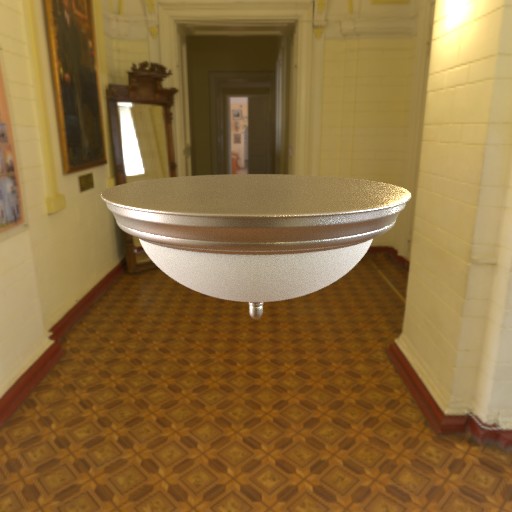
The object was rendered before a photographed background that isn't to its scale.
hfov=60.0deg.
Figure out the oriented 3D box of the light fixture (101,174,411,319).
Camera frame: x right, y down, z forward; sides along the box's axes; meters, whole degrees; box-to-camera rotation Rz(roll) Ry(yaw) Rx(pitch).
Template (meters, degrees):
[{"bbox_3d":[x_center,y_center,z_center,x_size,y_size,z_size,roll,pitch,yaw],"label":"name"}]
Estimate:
[{"bbox_3d":[0.000,0.000,0.439,0.280,0.135,0.280,0,16,0],"label":"light fixture"}]
